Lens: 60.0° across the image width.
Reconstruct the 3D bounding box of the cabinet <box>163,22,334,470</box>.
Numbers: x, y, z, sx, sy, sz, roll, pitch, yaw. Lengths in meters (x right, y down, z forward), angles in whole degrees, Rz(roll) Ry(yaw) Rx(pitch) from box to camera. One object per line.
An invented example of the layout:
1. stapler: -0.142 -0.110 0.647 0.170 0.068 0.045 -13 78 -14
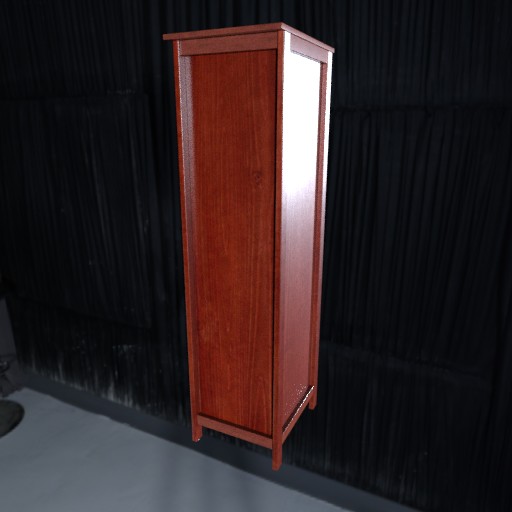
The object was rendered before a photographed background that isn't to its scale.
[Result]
1. cabinet: 0.000 0.000 1.725 0.401 1.518 0.500 8 19 25
